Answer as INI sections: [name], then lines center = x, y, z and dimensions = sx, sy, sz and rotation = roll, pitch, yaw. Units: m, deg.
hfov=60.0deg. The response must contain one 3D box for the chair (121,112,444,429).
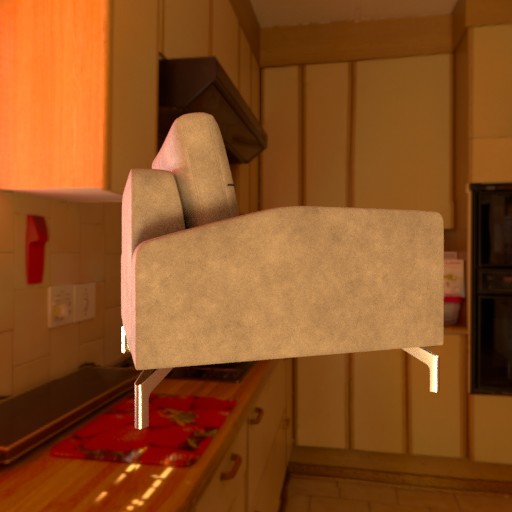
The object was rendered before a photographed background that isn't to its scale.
[chair]
center = 0.000, 0.000, 1.578
dimensions = 0.900, 0.800, 0.900
rotation = 0, 0, -19
